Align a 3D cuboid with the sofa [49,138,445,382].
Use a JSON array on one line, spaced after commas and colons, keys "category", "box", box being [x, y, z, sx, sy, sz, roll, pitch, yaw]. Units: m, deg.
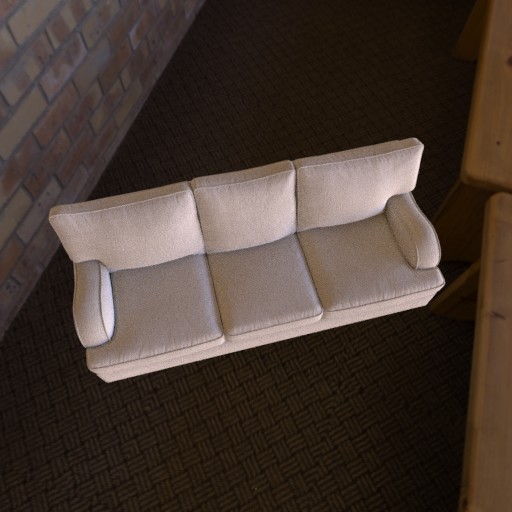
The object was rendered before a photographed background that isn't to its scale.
[{"category": "sofa", "box": [0.000, 0.000, 2.935, 2.323, 0.991, 1.016, -12, 63, -6]}]
